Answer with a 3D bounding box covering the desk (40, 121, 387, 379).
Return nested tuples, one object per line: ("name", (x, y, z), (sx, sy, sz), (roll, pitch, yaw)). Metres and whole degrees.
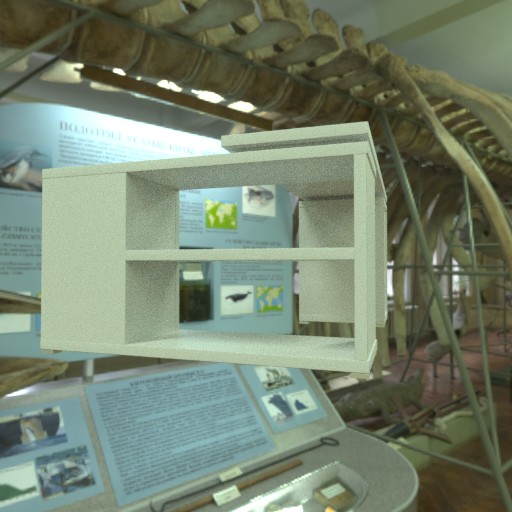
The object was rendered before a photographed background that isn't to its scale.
("desk", (0.000, 0.000, 2.203), (1.200, 0.753, 1.524), (0, -1, 18))
